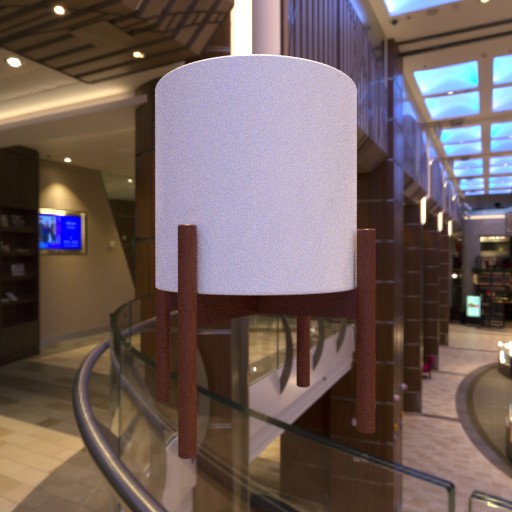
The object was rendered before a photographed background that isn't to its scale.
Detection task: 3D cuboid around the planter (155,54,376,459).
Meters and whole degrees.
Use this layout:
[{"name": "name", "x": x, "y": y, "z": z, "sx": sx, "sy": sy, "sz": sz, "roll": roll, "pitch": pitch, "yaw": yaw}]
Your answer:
[{"name": "planter", "x": 0.000, "y": 0.000, "z": 0.943, "sx": 0.417, "sy": 0.670, "sz": 0.417, "roll": 0, "pitch": 0, "yaw": -19}]
